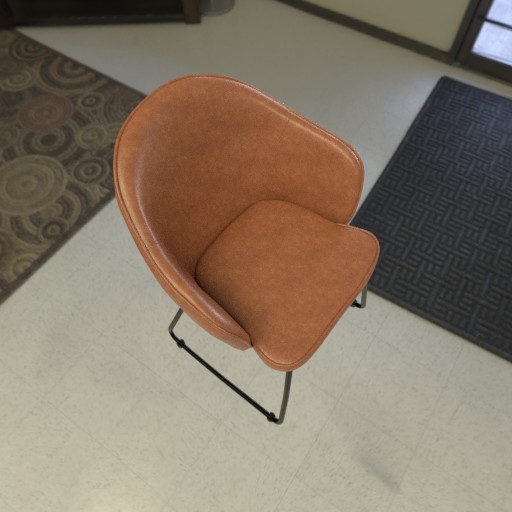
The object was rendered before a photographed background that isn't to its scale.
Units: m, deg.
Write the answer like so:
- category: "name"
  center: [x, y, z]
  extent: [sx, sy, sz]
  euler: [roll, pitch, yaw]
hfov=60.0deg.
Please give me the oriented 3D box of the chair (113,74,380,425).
- category: "chair"
  center: [0.000, 0.000, 1.205]
  extent: [0.580, 0.785, 0.582]
  euler: [33, 64, 18]
